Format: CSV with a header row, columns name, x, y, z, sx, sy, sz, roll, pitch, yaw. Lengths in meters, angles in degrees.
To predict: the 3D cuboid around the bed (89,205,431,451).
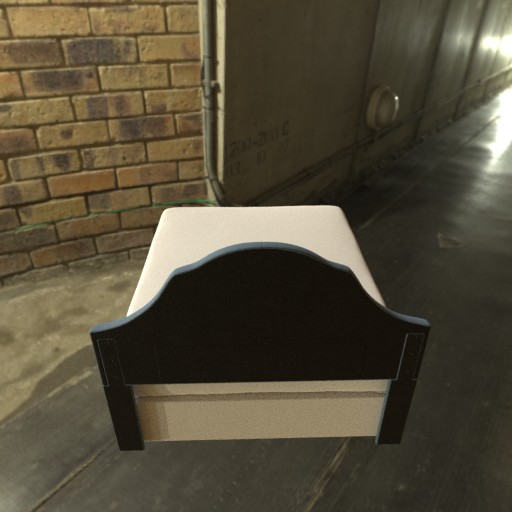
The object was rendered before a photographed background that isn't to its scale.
name,x,y,z,sx,sy,sz,roll,pitch,yaw
bed,0.000,0.000,3.713,2.039,1.617,2.477,-1,31,-1
